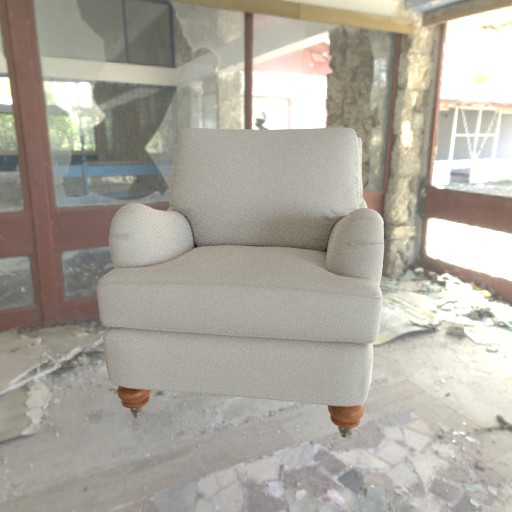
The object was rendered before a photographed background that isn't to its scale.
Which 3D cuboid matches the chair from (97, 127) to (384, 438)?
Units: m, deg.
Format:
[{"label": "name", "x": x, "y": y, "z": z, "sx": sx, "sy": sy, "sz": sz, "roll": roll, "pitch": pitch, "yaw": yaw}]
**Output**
[{"label": "chair", "x": 0.000, "y": 0.000, "z": 1.841, "sx": 0.955, "sy": 1.038, "sz": 1.070, "roll": 2, "pitch": 15, "yaw": 8}]
